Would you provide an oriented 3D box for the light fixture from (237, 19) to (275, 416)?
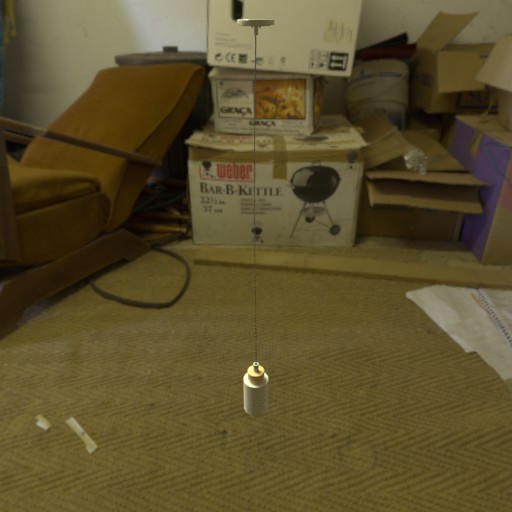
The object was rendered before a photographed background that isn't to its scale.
[{"bbox_3d":[0.000,0.000,1.909,0.125,1.798,0.125,-10,30,-18],"label":"light fixture"}]
